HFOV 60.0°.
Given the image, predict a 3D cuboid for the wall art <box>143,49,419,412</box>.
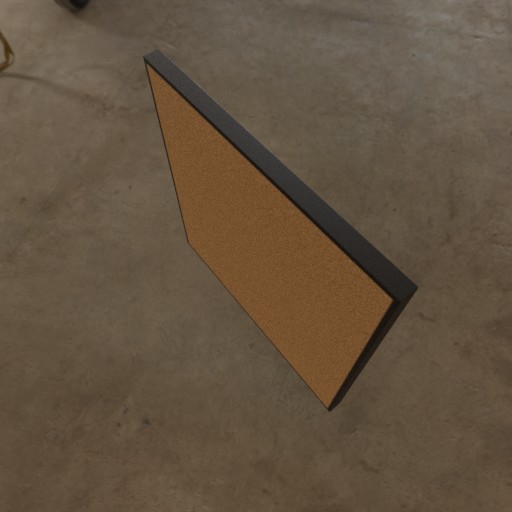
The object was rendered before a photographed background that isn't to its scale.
[{"bbox_3d":[0.000,0.000,0.778,0.028,0.511,0.513,-34,64,-19],"label":"wall art"}]
